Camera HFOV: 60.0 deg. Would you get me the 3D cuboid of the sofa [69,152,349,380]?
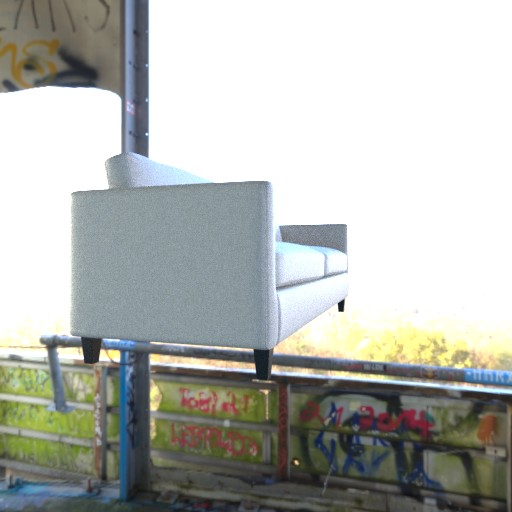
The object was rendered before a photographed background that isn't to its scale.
[{"bbox_3d":[0.000,0.000,2.915,0.948,0.965,2.434,0,0,19],"label":"sofa"}]
